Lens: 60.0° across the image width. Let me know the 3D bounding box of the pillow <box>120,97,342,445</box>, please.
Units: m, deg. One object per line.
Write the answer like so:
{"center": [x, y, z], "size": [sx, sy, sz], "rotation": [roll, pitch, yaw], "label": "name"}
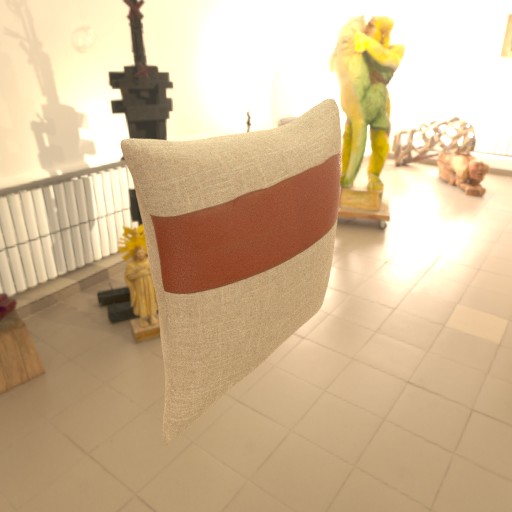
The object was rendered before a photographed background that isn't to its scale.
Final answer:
{"center": [0.000, 0.000, 0.642], "size": [0.173, 0.399, 0.414], "rotation": [18, 31, 32], "label": "pillow"}
